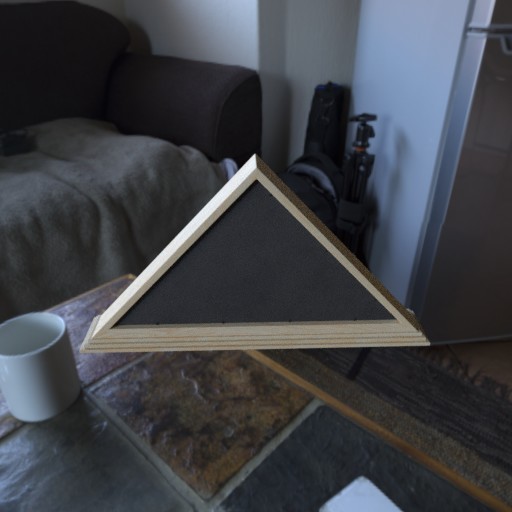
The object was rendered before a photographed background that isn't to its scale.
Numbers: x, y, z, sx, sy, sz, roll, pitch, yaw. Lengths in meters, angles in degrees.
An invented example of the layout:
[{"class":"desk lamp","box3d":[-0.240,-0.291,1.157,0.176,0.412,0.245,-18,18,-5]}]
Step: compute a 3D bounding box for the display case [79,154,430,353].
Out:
[{"class":"display case","box3d":[0.000,0.000,0.765,0.640,0.340,0.095,-1,31,-2]}]
